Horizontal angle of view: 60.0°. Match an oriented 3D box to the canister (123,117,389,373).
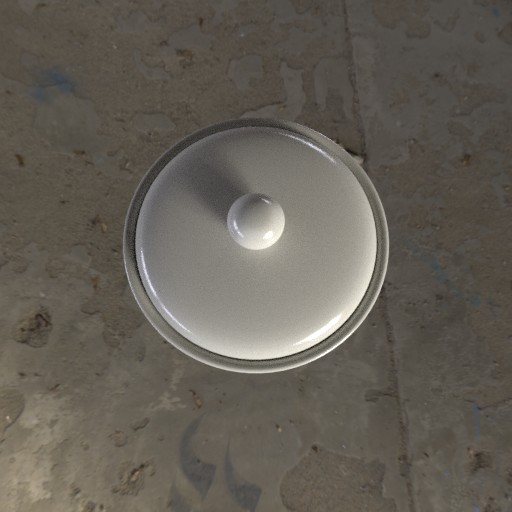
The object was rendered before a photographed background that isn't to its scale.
[{"bbox_3d":[0.000,0.000,0.360,0.182,0.208,0.182,0,76,0],"label":"canister"}]
